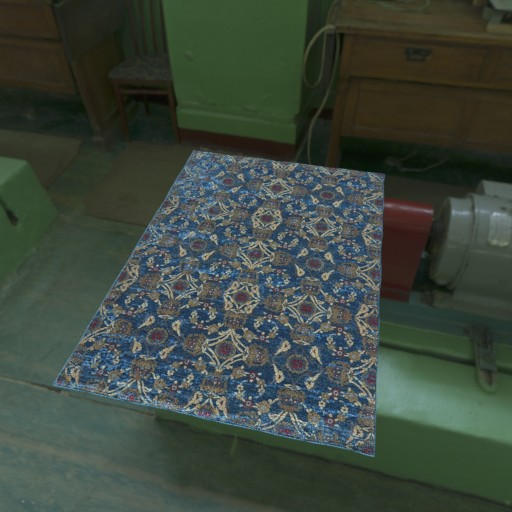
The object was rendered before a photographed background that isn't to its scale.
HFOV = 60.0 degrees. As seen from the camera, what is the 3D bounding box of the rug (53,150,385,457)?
[{"bbox_3d":[0.000,0.000,4.219,2.337,0.013,3.291,9,46,9],"label":"rug"}]
